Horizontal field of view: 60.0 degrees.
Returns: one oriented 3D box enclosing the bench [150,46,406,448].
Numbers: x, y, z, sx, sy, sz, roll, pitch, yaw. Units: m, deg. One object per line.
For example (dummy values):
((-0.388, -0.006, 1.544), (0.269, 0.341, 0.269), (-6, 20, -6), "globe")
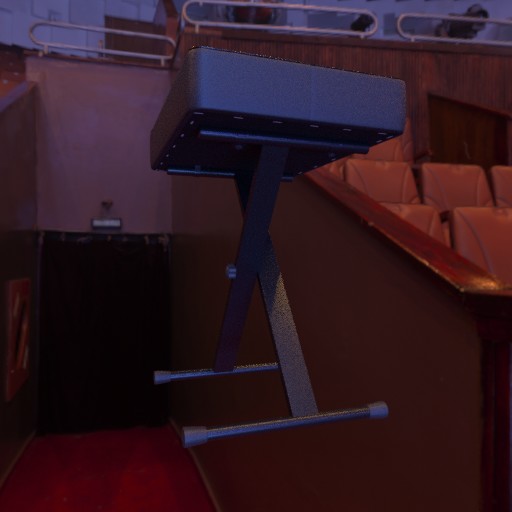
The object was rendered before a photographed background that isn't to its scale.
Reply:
((0.000, 0.000, 0.774), (0.321, 0.500, 0.424), (0, 0, -20), "bench")
